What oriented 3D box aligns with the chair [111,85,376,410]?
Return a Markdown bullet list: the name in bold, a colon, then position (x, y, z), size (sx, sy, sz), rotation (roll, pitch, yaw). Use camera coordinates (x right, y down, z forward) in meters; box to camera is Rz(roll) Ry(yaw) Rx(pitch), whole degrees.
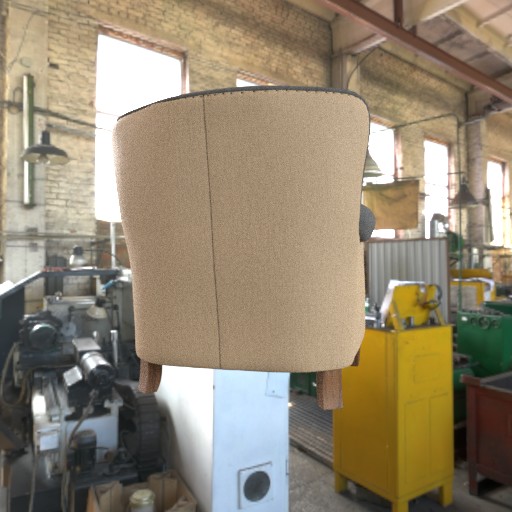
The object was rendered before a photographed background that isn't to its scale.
- **chair**: position (0.000, 0.000, 1.643), size (0.861, 0.936, 0.921), rotation (0, -1, 19)
